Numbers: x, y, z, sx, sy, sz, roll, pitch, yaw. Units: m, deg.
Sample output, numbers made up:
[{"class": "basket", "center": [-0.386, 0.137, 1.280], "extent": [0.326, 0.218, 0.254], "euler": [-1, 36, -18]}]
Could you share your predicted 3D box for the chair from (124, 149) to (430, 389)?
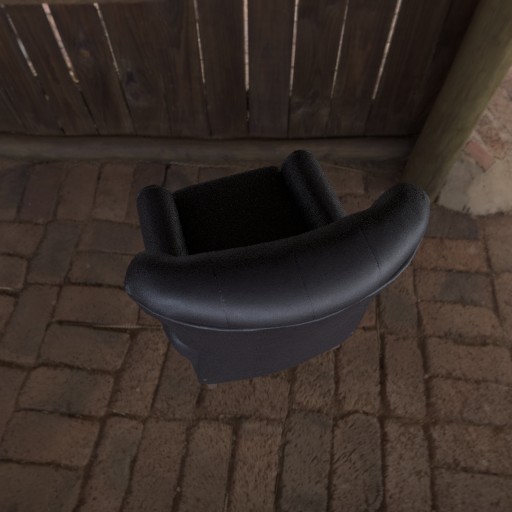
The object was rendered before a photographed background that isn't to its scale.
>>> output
[{"class": "chair", "center": [0.000, 0.000, 1.857], "extent": [0.948, 1.158, 1.058], "euler": [-15, 59, -10]}]
